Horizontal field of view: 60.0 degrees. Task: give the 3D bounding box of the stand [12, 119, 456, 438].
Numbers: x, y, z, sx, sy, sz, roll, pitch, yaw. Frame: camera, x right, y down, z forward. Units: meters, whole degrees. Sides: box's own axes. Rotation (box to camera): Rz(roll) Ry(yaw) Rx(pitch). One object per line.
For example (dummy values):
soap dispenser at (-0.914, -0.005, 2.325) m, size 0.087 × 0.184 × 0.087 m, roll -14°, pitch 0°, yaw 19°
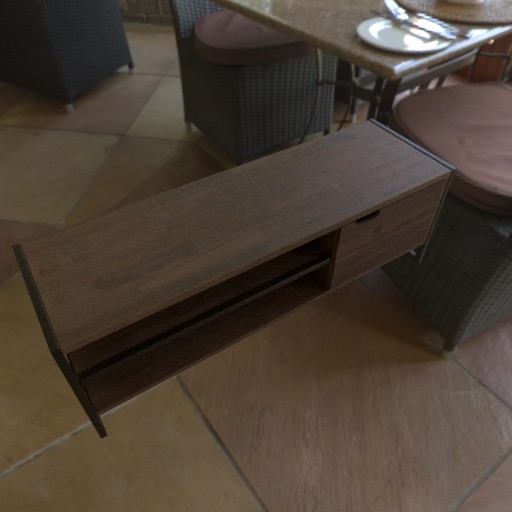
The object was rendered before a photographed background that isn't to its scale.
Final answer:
stand at (0.000, 0.000, 1.677) m, size 1.480 × 0.506 × 0.454 m, roll -24°, pitch 50°, yaw -22°
